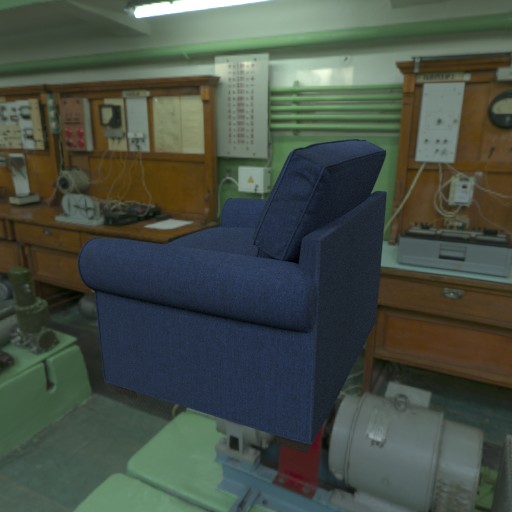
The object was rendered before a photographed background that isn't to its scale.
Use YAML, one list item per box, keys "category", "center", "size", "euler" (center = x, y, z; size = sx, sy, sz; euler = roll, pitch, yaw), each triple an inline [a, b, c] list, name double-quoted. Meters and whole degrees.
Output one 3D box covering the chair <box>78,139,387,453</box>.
- category: "chair"
  center: [0.000, 0.000, 2.052]
  size: [0.963, 1.044, 1.285]
  euler: [8, 18, 24]
